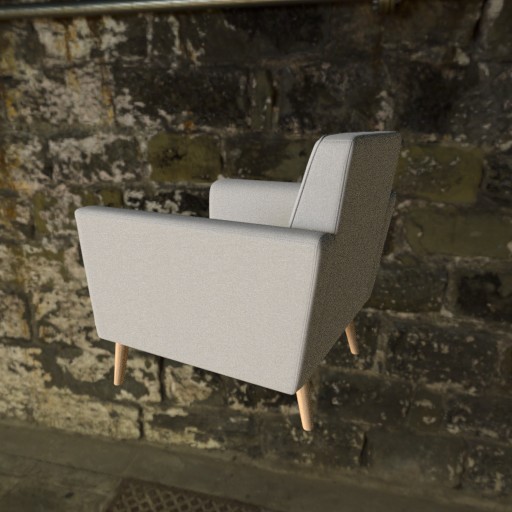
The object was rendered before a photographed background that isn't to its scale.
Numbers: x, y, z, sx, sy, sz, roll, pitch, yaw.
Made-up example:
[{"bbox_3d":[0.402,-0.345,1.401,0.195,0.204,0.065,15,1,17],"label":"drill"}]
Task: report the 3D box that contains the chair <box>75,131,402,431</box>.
[{"bbox_3d":[0.000,0.000,1.432,0.750,0.780,0.780,9,19,27],"label":"chair"}]
